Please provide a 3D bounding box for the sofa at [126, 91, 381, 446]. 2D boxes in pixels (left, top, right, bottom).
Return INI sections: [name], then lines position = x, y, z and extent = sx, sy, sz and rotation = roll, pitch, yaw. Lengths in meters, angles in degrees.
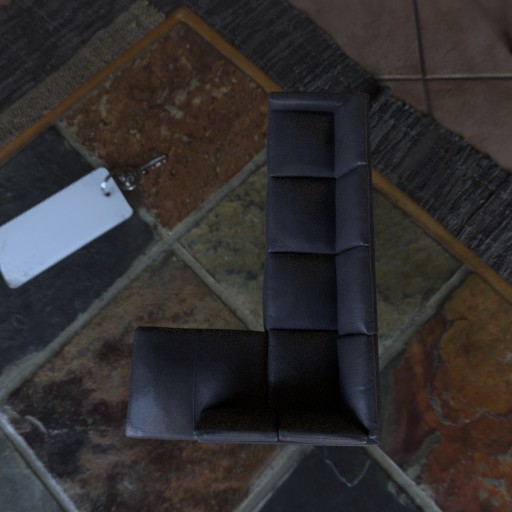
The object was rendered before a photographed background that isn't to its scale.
[sofa]
position = 0.000, 0.000, 3.813
extent = 1.938, 0.877, 2.984
rotation = 2, 76, 0
